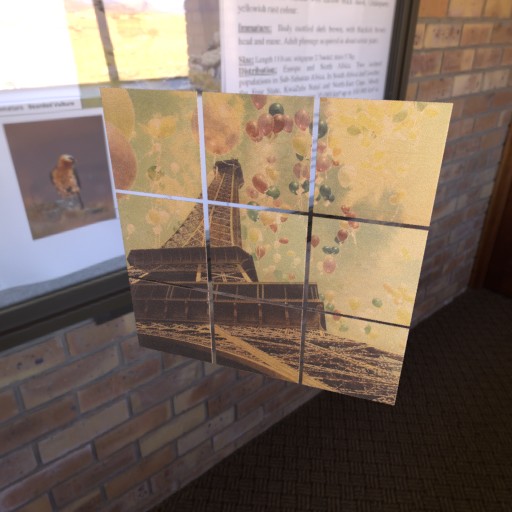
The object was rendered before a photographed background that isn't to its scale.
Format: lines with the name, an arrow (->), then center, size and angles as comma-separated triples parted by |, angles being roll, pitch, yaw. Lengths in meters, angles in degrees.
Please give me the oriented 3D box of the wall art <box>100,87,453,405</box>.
wall art -> 0.000, 0.000, 2.177 | 1.517, 1.505, 0.002 | 9, 29, 16
